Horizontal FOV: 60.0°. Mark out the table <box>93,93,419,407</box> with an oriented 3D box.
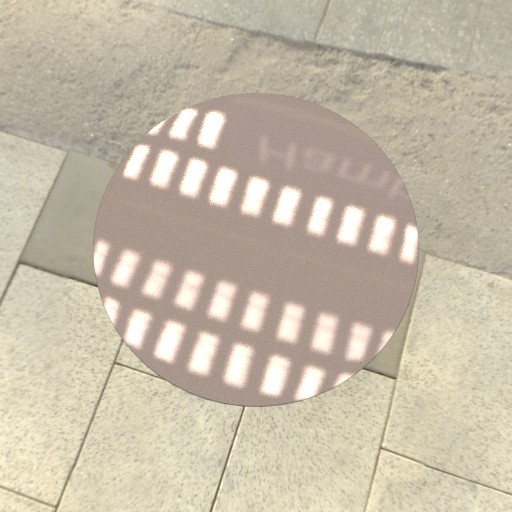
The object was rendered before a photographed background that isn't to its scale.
[{"bbox_3d":[0.000,0.000,1.281,0.800,0.400,0.800,0,76,0],"label":"table"}]
